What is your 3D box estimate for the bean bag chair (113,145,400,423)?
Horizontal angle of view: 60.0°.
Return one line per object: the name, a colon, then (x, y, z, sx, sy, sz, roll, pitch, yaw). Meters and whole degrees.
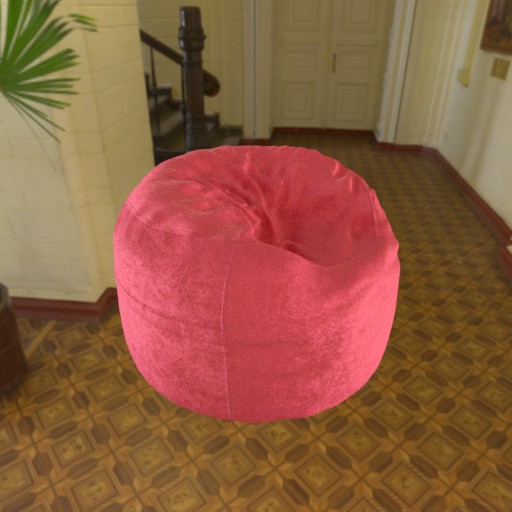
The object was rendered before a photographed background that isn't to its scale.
bean bag chair: (0.000, 0.000, 1.950, 1.218, 0.788, 1.218, 0, 29, 0)
